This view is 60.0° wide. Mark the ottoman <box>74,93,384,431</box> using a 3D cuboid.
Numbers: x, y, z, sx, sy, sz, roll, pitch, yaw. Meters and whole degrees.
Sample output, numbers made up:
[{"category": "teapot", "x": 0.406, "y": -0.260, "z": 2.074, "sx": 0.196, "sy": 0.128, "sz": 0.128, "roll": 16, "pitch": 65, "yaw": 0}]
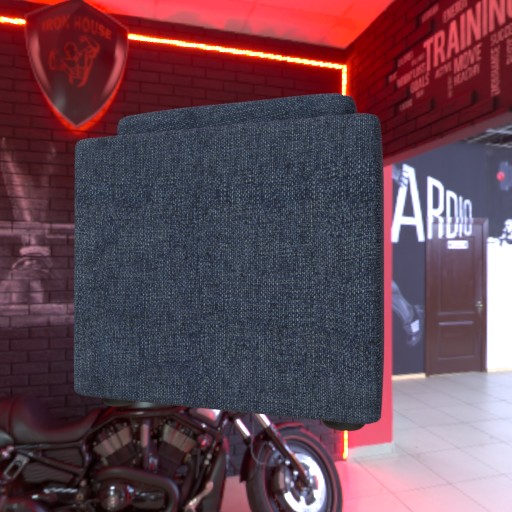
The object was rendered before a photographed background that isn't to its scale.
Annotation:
[{"category": "ottoman", "x": 0.000, "y": 0.000, "z": 0.814, "sx": 0.450, "sy": 0.460, "sz": 0.450, "roll": 0, "pitch": -1, "yaw": 17}]
